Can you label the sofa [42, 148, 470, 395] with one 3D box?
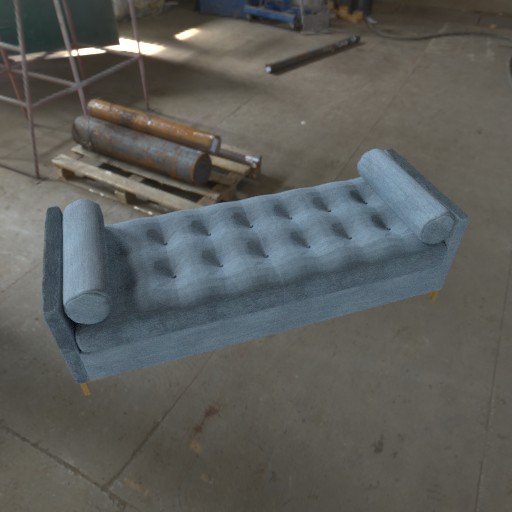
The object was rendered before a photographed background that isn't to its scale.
[{"bbox_3d":[0.000,0.000,2.497,2.102,0.705,0.796,-12,44,-13],"label":"sofa"}]
